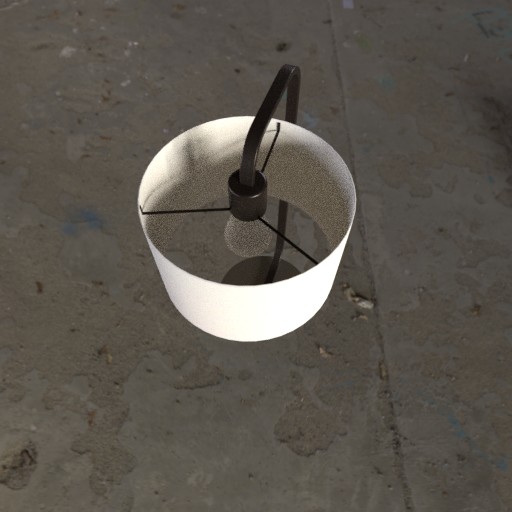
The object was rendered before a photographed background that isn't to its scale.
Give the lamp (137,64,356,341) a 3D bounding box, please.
[{"bbox_3d":[0.000,0.000,0.636,0.230,0.473,0.288,17,60,10],"label":"lamp"}]
